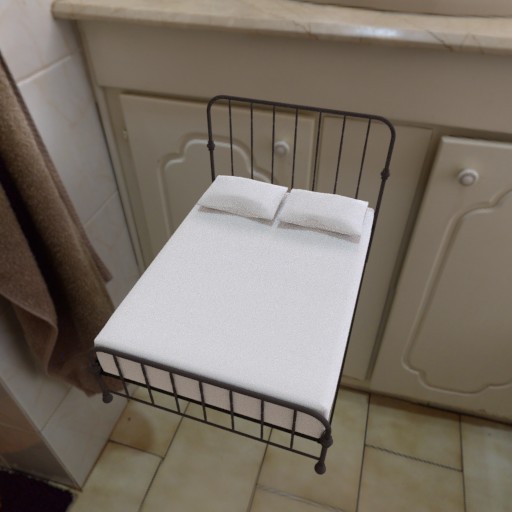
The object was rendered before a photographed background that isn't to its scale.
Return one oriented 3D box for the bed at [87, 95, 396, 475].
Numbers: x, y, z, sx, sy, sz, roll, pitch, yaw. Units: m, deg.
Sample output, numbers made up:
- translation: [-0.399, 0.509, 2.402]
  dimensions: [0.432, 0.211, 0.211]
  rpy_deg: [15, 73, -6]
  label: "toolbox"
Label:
- translation: [0.000, 0.000, 3.234]
  dimensions: [1.616, 1.446, 2.134]
  rpy_deg: [13, 43, 14]
  label: "bed"
